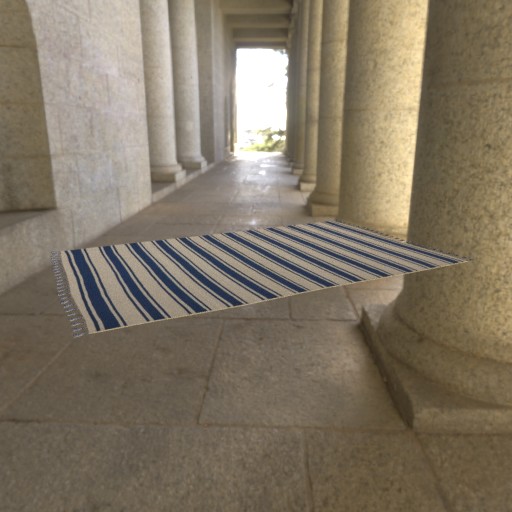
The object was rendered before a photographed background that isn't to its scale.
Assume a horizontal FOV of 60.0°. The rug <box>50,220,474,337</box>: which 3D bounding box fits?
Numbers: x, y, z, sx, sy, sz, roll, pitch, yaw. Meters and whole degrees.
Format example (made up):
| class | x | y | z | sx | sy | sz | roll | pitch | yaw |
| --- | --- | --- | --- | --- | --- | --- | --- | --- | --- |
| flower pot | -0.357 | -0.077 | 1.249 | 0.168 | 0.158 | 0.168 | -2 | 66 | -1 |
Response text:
| class | x | y | z | sx | sy | sz | roll | pitch | yaw |
| --- | --- | --- | --- | --- | --- | --- | --- | --- | --- |
| rug | 0.000 | 0.000 | 2.531 | 2.108 | 0.009 | 1.248 | -8 | 18 | -26 |
